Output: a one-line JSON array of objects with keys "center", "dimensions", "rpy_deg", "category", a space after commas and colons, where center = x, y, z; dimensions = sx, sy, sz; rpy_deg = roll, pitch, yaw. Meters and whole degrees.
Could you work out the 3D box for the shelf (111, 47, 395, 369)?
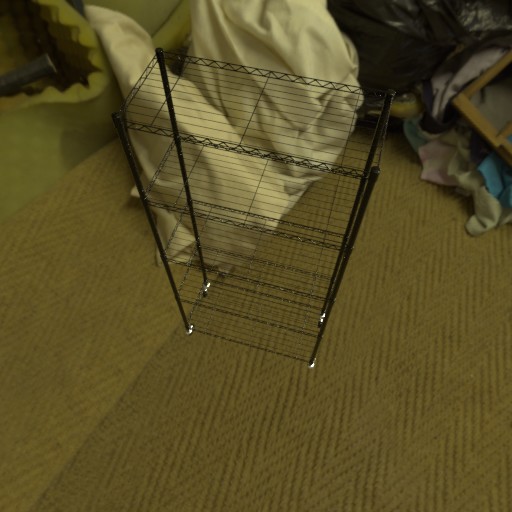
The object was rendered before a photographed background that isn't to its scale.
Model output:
[{"center": [0.000, 0.000, 1.953], "dimensions": [0.762, 1.645, 0.356], "rpy_deg": [14, 59, 8], "category": "shelf"}]
